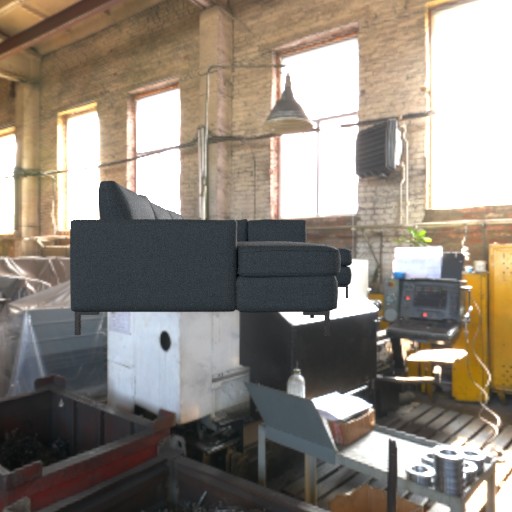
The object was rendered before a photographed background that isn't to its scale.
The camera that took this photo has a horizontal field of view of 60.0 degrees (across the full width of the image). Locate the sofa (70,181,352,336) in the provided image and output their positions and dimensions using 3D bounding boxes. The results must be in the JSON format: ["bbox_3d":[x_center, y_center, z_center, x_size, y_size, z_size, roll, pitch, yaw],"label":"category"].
[{"bbox_3d":[0.000,0.000,3.827,1.984,0.858,2.975,0,0,0],"label":"sofa"}]
